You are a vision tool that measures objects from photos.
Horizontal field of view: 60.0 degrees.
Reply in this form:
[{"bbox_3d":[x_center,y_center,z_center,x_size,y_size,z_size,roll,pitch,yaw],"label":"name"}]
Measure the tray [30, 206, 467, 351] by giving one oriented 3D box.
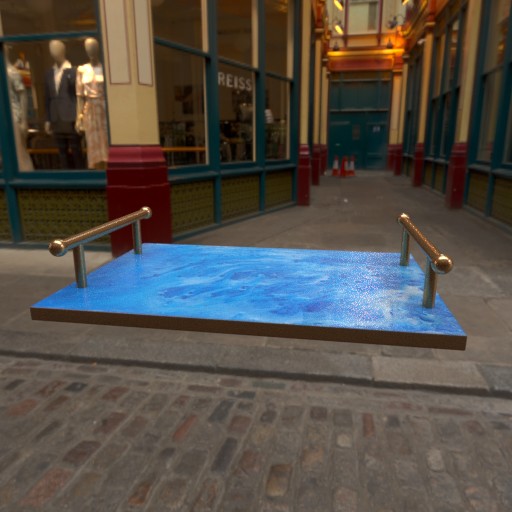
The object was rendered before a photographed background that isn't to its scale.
[{"bbox_3d":[0.000,0.000,0.579,0.444,0.084,0.304,2,15,9],"label":"tray"}]
